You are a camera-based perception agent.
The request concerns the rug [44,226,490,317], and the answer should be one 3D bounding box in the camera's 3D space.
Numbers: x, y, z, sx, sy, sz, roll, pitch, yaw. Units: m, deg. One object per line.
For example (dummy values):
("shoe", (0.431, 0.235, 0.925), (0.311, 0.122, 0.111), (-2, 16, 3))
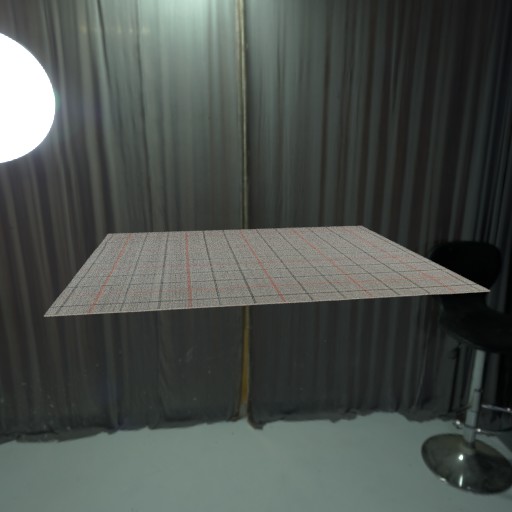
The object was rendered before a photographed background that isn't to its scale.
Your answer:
("rug", (0.000, 0.000, 4.142), (3.048, 0.012, 2.444), (-2, 15, -9))
